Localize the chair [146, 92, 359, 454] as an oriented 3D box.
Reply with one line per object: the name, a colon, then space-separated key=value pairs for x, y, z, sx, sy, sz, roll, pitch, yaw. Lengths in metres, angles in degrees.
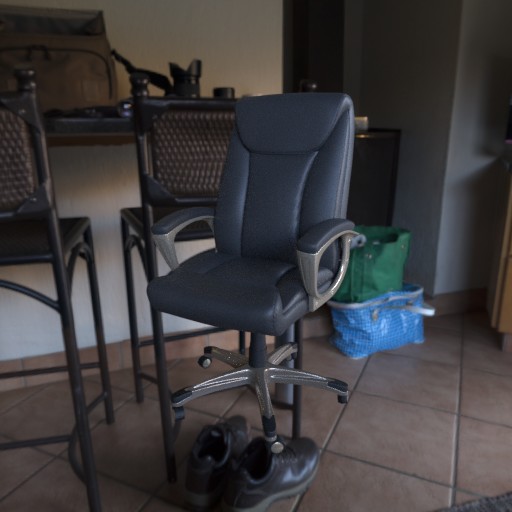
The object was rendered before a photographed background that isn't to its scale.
chair: x=0.000 y=0.000 z=1.651 sx=0.694 sy=1.188 sz=0.748 roll=8 pitch=17 yaw=26
